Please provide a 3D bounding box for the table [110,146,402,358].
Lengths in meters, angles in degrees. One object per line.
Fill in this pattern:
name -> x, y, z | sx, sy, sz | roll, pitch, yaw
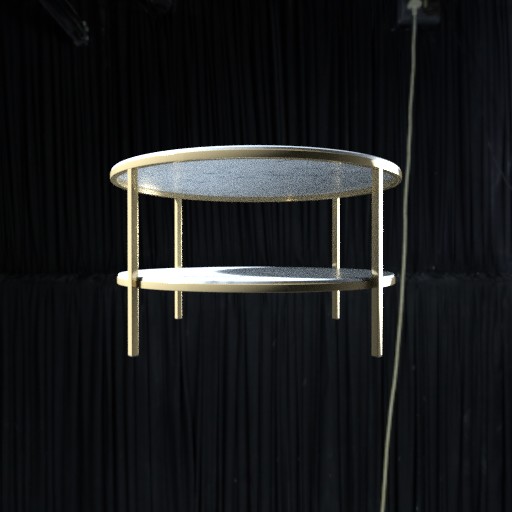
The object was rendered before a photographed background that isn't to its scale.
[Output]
table -> 0.000, 0.000, 1.283 | 0.800, 0.450, 0.800 | 0, 1, 0
